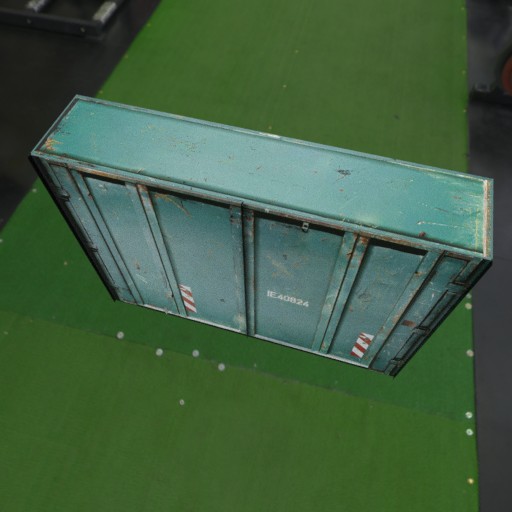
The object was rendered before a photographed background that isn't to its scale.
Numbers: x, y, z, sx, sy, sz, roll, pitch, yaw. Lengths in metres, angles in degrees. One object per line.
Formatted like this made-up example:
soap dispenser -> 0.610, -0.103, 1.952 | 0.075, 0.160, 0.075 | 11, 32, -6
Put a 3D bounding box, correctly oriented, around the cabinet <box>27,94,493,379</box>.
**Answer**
cabinet -> 0.000, 0.000, 3.830 | 3.001, 2.160, 0.680 | 14, 59, 9
